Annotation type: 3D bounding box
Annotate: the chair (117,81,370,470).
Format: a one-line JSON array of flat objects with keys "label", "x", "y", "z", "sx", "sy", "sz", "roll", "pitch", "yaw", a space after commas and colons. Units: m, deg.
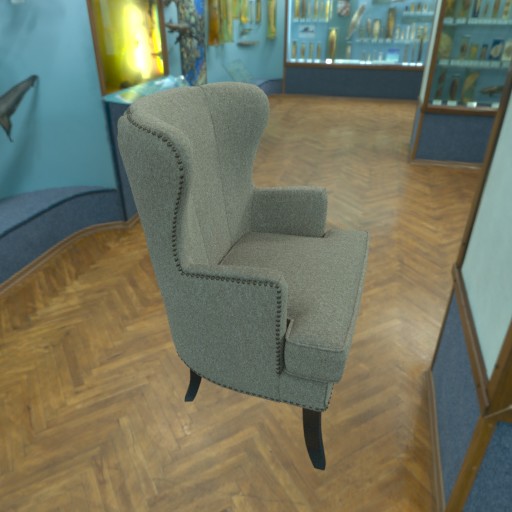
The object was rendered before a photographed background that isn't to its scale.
[{"label": "chair", "x": 0.000, "y": 0.000, "z": 1.568, "sx": 0.758, "sy": 1.060, "sz": 0.759, "roll": 9, "pitch": 31, "yaw": 15}]
